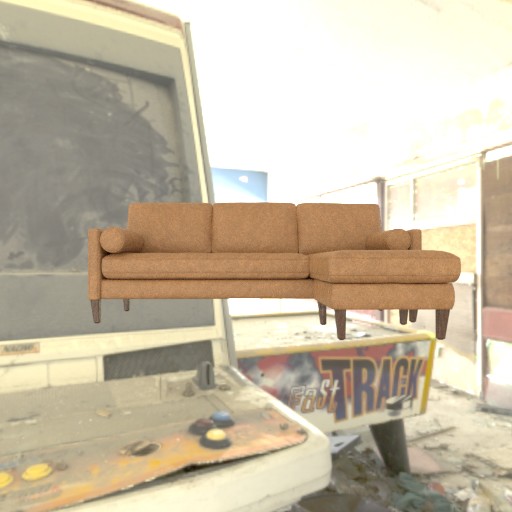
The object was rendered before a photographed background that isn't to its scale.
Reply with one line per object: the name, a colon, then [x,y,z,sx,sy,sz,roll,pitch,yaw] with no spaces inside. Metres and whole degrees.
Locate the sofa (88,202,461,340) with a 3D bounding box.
sofa: [0.000,0.000,2.934,2.178,0.876,1.506,0,-1,-1]
